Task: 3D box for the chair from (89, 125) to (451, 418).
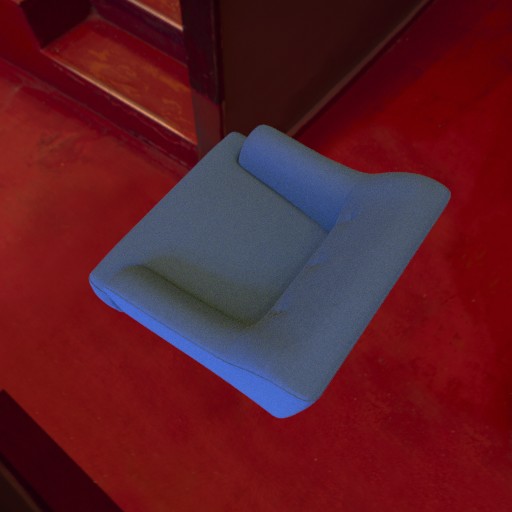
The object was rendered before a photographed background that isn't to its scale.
[{"bbox_3d":[0.000,0.000,1.703,0.951,0.818,0.946,34,69,15],"label":"chair"}]
